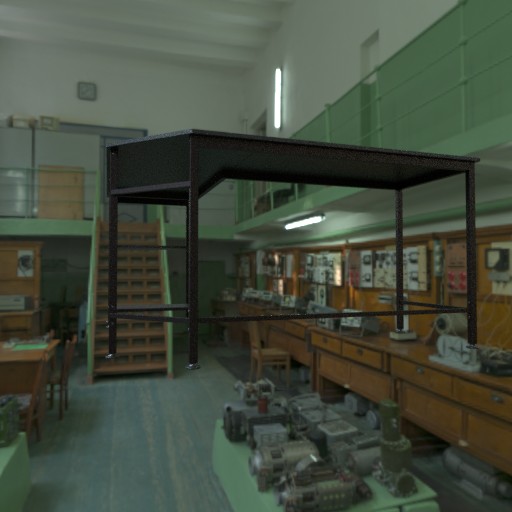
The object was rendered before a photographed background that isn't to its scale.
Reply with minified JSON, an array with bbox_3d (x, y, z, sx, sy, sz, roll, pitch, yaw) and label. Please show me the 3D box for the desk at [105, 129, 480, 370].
[{"bbox_3d":[0.000,0.000,2.149,1.379,0.739,1.379,1,-2,-19],"label":"desk"}]
